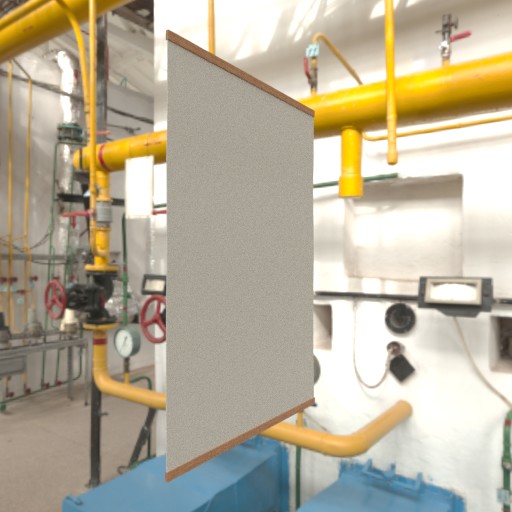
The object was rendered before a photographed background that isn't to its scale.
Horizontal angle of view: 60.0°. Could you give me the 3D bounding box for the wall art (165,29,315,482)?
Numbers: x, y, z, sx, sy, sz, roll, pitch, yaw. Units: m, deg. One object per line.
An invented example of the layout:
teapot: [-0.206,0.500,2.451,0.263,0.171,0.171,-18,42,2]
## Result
wall art: [0.000,0.000,1.902,0.019,1.527,1.019,0,-1,36]
